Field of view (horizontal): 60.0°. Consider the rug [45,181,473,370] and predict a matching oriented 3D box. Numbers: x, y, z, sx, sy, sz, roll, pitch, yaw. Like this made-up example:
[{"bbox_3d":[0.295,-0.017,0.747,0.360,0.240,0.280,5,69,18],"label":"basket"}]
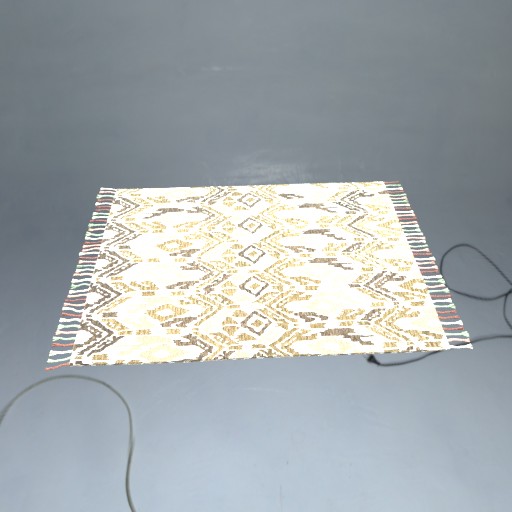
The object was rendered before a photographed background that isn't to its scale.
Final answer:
[{"bbox_3d":[0.000,0.000,2.284,1.829,0.008,1.219,-2,47,-2],"label":"rug"}]
